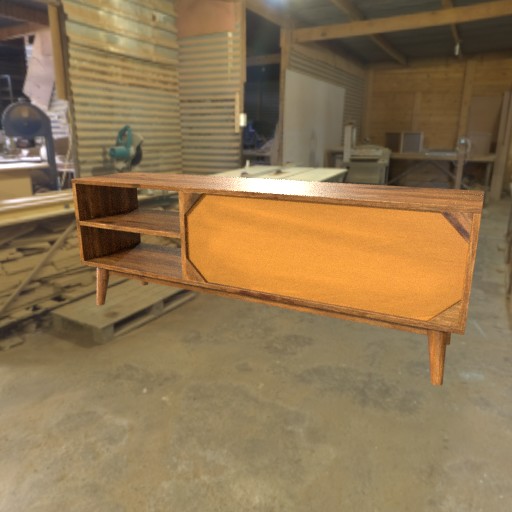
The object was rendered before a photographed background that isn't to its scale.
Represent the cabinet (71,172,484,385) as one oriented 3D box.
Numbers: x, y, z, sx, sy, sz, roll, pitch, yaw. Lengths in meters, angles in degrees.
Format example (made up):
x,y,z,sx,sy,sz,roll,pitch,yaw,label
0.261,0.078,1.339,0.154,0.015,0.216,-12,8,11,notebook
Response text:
x,y,z,sx,sy,sz,roll,pitch,yaw,label
0.000,0.000,1.647,1.448,0.528,0.349,8,18,26,cabinet
